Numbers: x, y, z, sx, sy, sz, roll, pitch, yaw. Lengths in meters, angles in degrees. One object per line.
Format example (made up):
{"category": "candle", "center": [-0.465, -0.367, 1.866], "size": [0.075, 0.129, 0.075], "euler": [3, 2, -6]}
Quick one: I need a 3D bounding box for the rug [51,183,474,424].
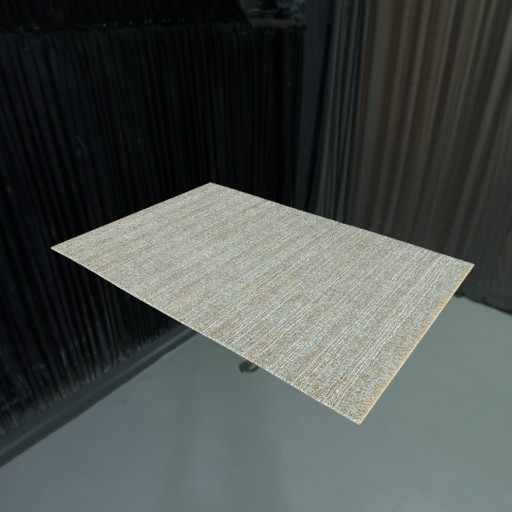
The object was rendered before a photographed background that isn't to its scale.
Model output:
{"category": "rug", "center": [0.000, 0.000, 2.302], "size": [1.824, 0.010, 1.240], "euler": [22, 37, 33]}
